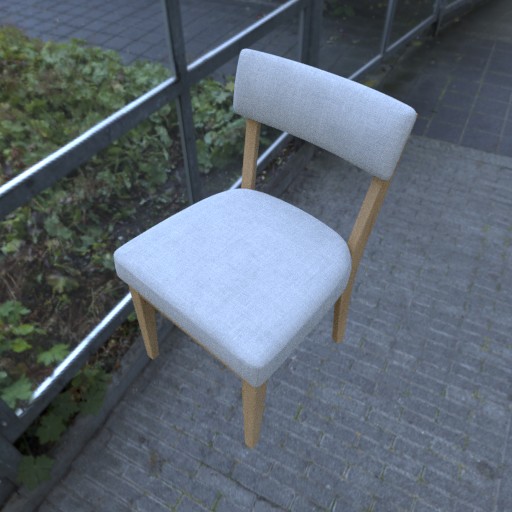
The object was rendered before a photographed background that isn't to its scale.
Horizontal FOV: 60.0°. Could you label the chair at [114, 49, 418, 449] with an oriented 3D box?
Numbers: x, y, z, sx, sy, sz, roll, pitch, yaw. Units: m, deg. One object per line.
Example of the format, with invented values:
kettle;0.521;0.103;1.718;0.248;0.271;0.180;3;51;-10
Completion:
chair;0.000;0.000;1.187;0.508;0.832;0.572;32;55;27
